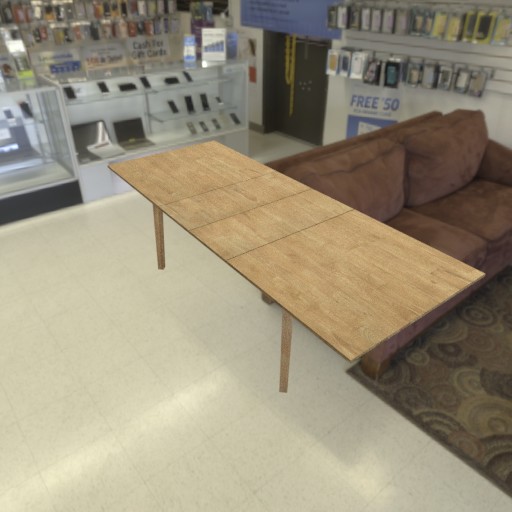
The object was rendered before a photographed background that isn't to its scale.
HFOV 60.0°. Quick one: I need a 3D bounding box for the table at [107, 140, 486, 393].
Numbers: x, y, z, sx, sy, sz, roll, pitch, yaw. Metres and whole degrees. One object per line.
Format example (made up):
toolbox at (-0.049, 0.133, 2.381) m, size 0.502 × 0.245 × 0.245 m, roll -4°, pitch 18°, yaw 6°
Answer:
table at (0.000, 0.000, 3.105) m, size 1.000 × 0.752 × 2.603 m, roll -22°, pitch 39°, yaw -30°
